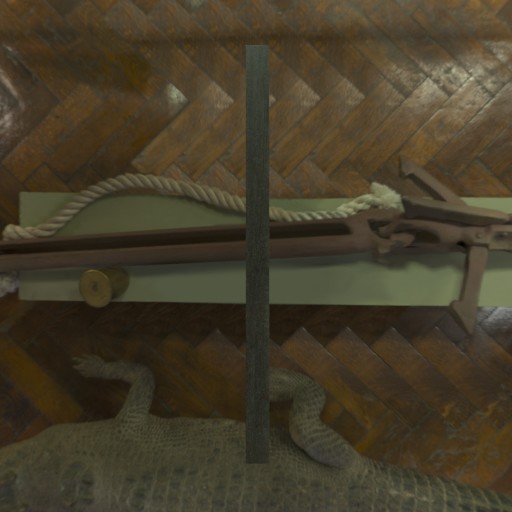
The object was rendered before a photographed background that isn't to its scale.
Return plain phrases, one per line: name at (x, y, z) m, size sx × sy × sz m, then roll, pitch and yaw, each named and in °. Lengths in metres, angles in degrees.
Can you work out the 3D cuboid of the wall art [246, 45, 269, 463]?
wall art at (0.000, 0.000, 0.797) m, size 0.027 × 0.580 × 0.479 m, roll 0°, pitch 89°, yaw 0°
